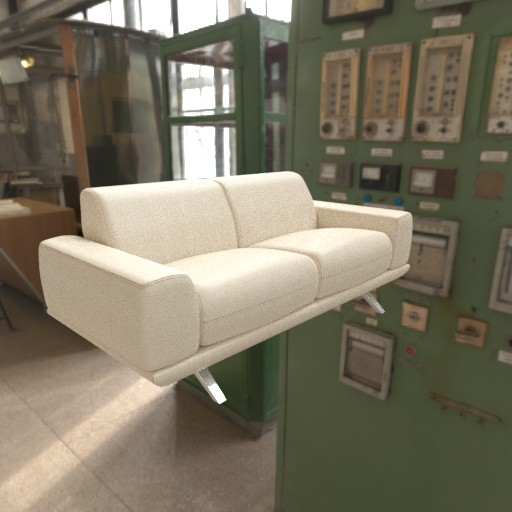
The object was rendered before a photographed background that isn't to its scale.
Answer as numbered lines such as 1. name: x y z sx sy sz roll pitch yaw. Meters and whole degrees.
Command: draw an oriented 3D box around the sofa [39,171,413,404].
1. sofa: 0.000 0.000 2.354 0.900 0.772 1.901 14 21 42
